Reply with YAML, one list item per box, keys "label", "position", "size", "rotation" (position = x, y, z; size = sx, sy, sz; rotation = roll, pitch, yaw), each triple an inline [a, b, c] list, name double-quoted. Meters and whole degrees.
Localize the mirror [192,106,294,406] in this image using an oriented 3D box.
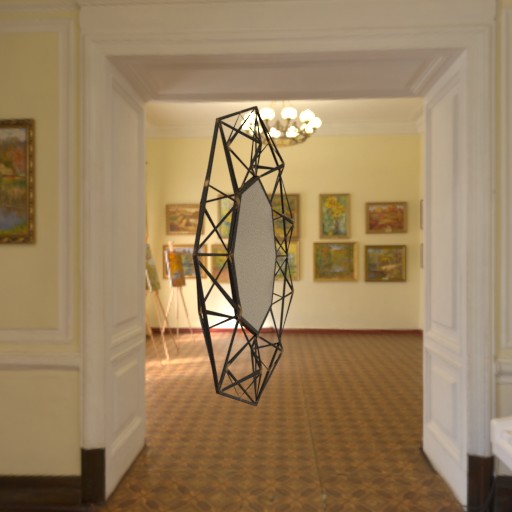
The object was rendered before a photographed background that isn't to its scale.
- label: "mirror"
  position: [0.000, 0.000, 1.049]
  size: [0.094, 0.710, 0.710]
  rotation: [0, 0, 16]
